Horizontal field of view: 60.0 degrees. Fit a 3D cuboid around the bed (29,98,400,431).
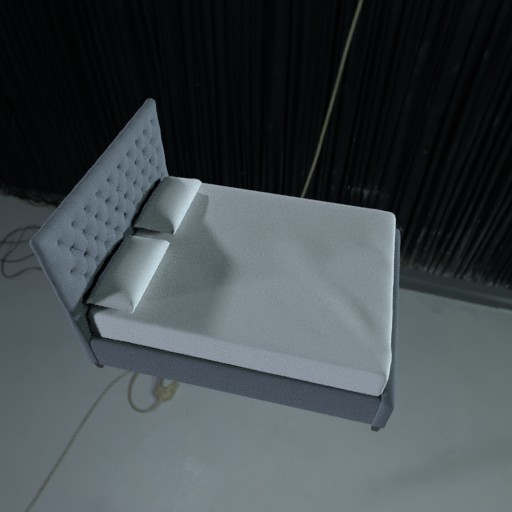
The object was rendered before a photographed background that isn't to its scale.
[{"bbox_3d":[0.000,0.000,3.339,2.231,1.427,1.698,10,48,9],"label":"bed"}]
